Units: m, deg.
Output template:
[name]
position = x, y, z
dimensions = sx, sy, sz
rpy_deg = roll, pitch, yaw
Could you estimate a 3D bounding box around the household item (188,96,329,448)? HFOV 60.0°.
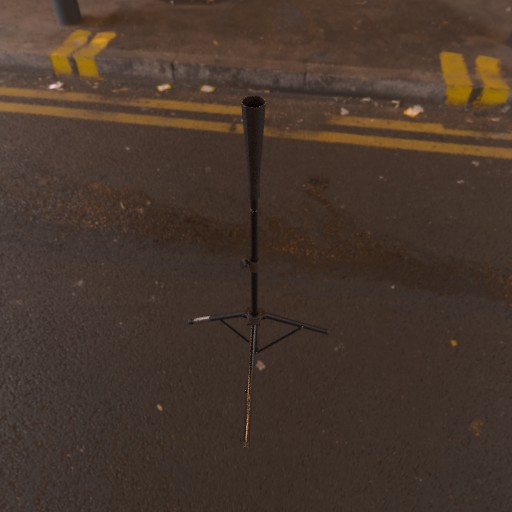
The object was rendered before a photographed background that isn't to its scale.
[household item]
position = 0.000, 0.000, 1.367
dimensions = 0.559, 1.067, 0.559
rpy_deg = -31, 54, -26
